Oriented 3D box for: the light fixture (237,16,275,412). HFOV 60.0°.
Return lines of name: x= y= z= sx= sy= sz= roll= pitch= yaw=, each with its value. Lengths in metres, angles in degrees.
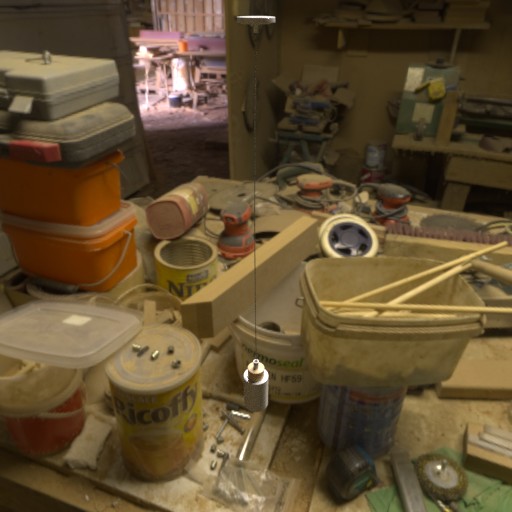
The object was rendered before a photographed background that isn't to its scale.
light fixture: x=0.000 y=0.000 z=1.891 sx=0.125 sy=1.798 sz=0.125 roll=11 pitch=32 yaw=18
